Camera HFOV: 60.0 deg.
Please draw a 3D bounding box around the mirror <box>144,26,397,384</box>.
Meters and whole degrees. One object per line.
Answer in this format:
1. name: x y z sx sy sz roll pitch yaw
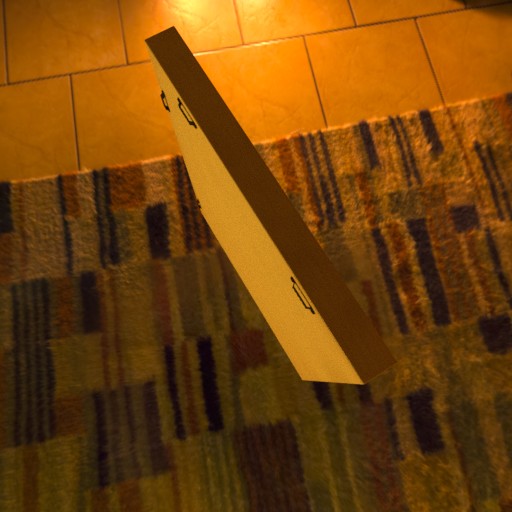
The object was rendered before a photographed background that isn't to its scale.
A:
1. mirror: 0.000 0.000 0.667 0.041 0.509 0.406 -30 77 -8
